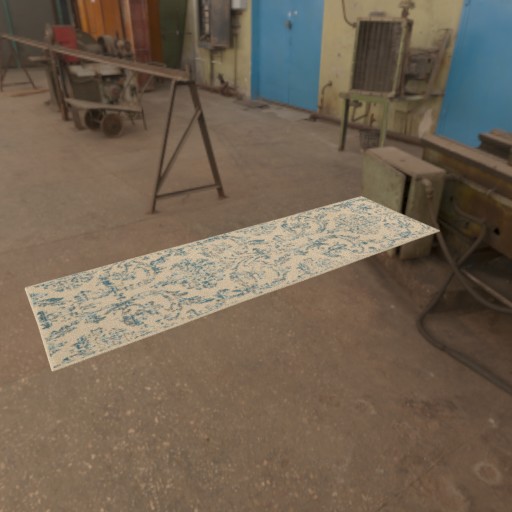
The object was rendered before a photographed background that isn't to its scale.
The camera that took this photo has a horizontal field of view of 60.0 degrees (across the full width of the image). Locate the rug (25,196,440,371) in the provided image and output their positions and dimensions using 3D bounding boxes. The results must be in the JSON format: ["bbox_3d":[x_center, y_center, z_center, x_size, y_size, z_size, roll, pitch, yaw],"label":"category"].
[{"bbox_3d":[0.000,0.000,2.386,2.196,0.011,0.662,-17,34,-28],"label":"rug"}]
